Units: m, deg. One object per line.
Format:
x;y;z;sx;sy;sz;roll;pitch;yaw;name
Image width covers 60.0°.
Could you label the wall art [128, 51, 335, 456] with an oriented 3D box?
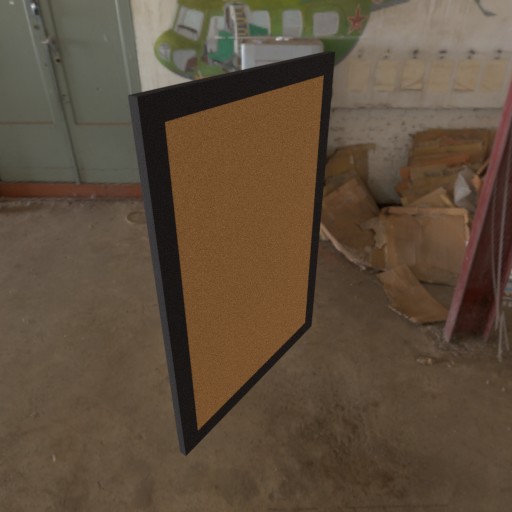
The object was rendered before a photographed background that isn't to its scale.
0.000;0.000;0.676;0.013;0.534;0.380;21;38;30;wall art
